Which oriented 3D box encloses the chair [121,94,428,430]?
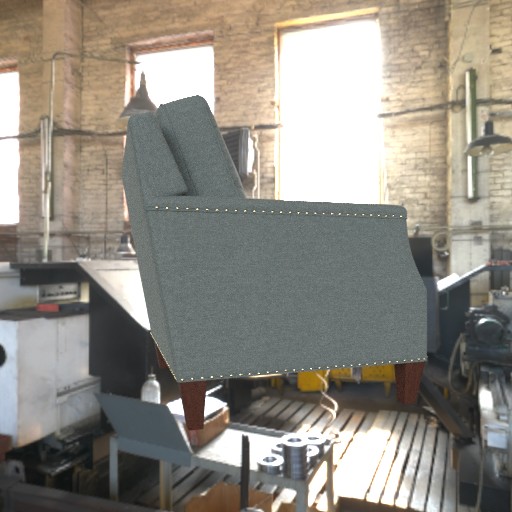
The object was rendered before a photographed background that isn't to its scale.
[{"bbox_3d":[0.000,0.000,1.799,1.031,1.031,0.885,0,0,-18],"label":"chair"}]
